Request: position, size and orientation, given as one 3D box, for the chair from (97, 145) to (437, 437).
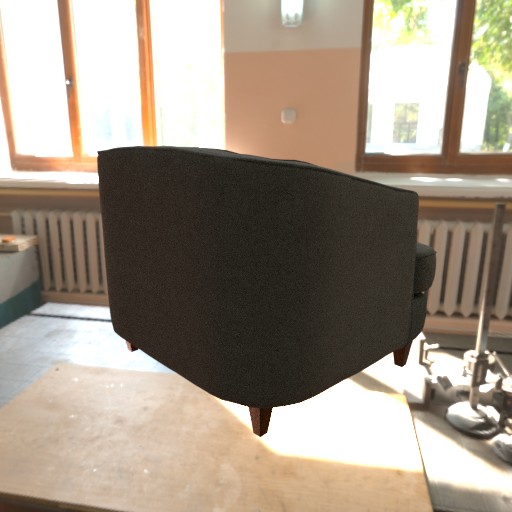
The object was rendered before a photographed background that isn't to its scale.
[{"bbox_3d":[0.000,0.000,1.758,0.941,0.852,1.104,-14,20,-42],"label":"chair"}]
